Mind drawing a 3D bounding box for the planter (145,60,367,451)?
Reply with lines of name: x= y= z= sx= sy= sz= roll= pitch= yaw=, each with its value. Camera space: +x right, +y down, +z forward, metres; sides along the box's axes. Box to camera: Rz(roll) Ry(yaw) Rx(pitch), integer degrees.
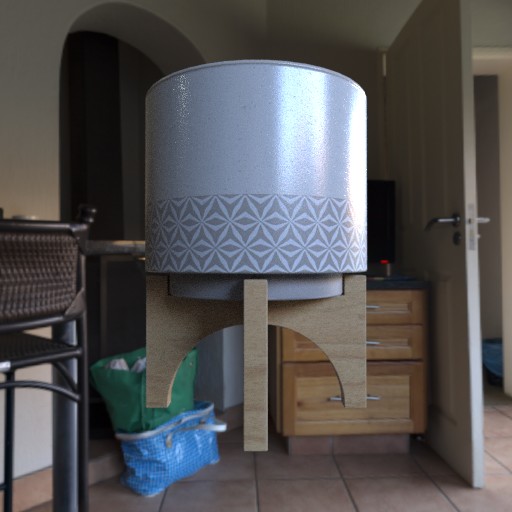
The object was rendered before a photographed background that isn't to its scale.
planter: x=0.000 y=0.000 z=0.511 sx=0.249 sy=0.343 sz=0.249 roll=0 pitch=-1 yaw=0
